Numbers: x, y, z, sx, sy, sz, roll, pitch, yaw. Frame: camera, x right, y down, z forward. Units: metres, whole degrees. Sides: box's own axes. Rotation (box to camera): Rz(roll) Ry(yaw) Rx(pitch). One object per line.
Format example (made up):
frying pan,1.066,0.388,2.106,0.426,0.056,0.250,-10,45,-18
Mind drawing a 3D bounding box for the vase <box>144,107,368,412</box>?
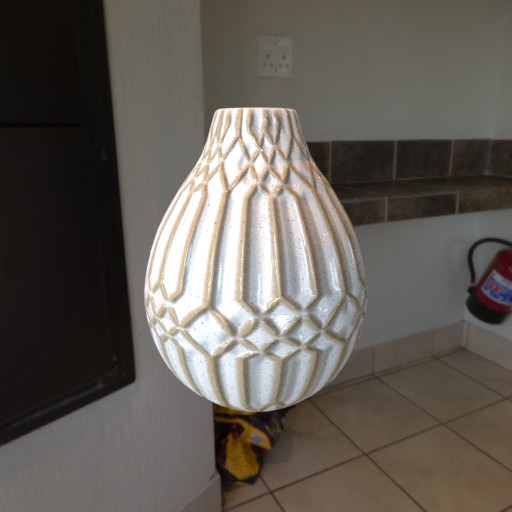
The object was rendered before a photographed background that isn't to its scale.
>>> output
vase,0.000,0.000,0.319,0.159,0.200,0.159,0,16,0
